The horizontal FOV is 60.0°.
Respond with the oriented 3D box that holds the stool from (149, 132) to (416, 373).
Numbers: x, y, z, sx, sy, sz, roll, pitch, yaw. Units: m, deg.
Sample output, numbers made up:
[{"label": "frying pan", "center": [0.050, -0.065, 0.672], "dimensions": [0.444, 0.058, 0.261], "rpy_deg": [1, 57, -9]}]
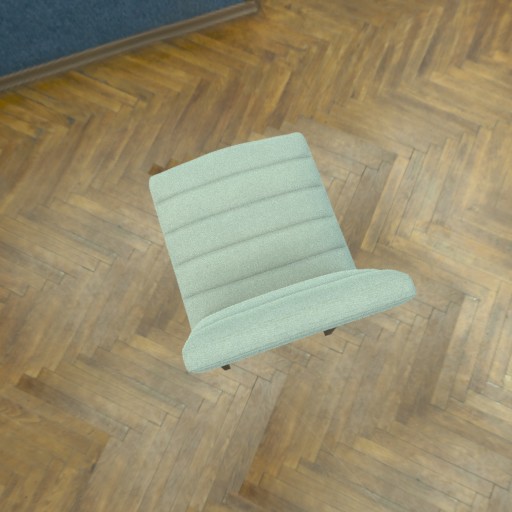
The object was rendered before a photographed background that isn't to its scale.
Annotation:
[{"label": "stool", "center": [0.000, 0.000, 1.306], "dimensions": [0.459, 0.971, 0.567], "rpy_deg": [-18, 76, -5]}]
